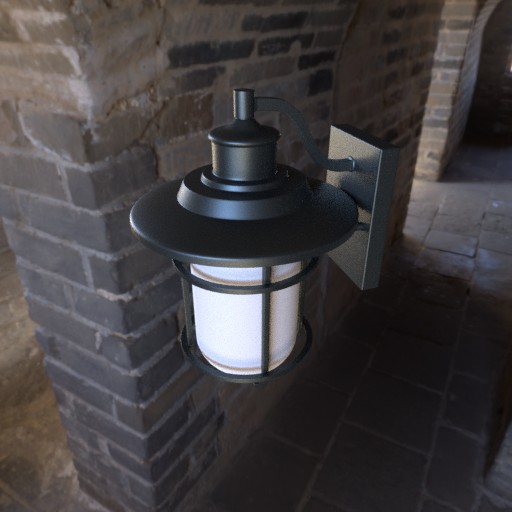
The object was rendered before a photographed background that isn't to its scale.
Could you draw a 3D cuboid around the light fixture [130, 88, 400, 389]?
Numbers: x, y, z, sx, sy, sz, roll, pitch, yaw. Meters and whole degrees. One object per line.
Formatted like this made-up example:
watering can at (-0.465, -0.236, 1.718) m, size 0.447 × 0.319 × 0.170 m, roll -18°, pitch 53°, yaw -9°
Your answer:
light fixture at (0.000, 0.000, 0.484) m, size 0.252 × 0.345 × 0.222 m, roll -9°, pitch 30°, yaw -15°
